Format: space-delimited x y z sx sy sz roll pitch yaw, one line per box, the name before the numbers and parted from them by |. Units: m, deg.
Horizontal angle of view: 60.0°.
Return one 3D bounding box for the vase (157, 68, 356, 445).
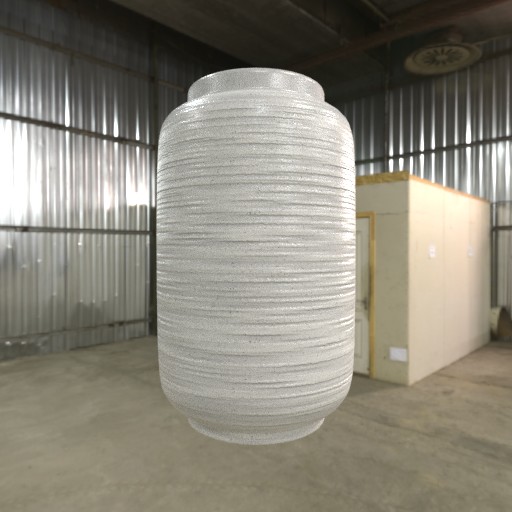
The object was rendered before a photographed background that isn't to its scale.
vase | 0.000 0.000 0.461 0.202 0.335 0.202 0 1 0
